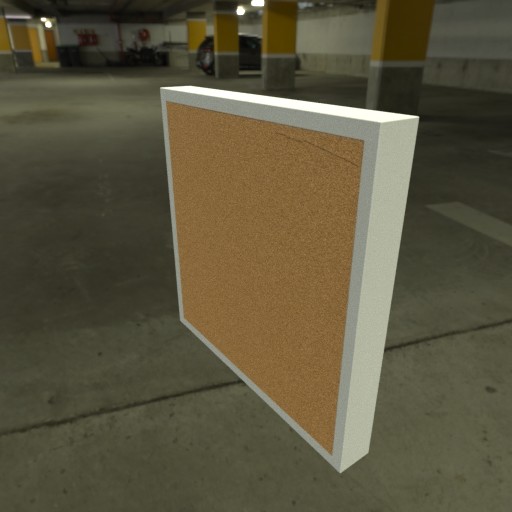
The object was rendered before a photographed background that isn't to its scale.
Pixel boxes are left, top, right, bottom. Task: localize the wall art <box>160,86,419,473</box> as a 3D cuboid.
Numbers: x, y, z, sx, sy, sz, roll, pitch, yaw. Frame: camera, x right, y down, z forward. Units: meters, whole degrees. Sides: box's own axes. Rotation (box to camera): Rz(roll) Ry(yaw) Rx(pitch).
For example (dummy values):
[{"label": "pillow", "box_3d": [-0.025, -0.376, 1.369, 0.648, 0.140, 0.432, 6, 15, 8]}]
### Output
[{"label": "wall art", "box_3d": [0.000, 0.000, 0.452, 0.038, 0.305, 0.305, -18, 30, -33]}]
